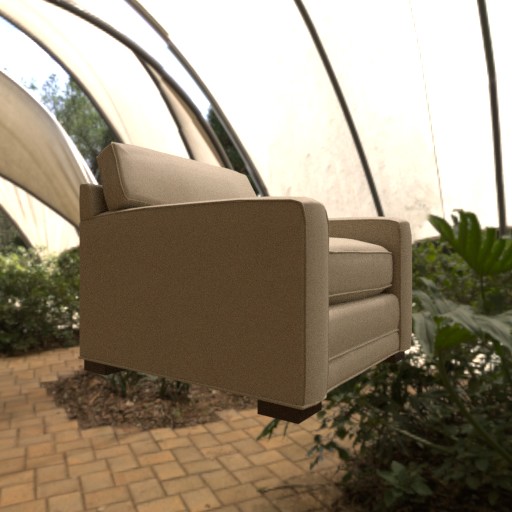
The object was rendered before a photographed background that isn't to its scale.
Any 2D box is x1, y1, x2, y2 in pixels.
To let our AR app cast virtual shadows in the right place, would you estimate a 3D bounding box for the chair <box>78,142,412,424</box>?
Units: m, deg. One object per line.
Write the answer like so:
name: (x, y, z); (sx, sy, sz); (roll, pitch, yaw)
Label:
chair: (0.000, 0.000, 1.871); (1.043, 0.913, 0.998); (0, 0, 35)
